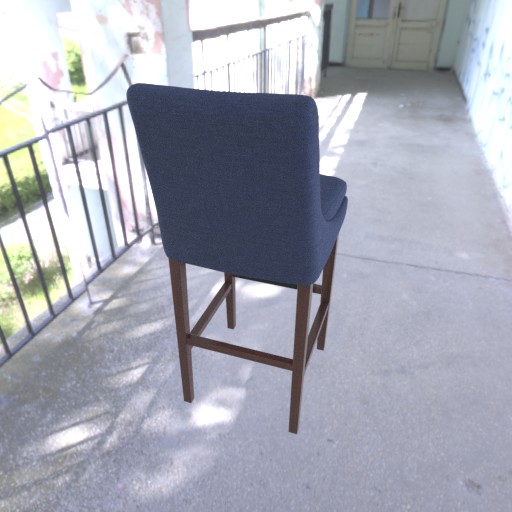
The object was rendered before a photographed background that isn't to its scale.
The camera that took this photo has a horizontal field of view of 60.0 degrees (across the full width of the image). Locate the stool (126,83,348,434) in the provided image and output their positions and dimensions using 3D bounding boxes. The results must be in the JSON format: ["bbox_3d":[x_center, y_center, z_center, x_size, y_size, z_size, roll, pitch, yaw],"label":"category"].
[{"bbox_3d":[0.000,0.000,1.377,0.470,1.078,0.577,10,33,16],"label":"stool"}]
